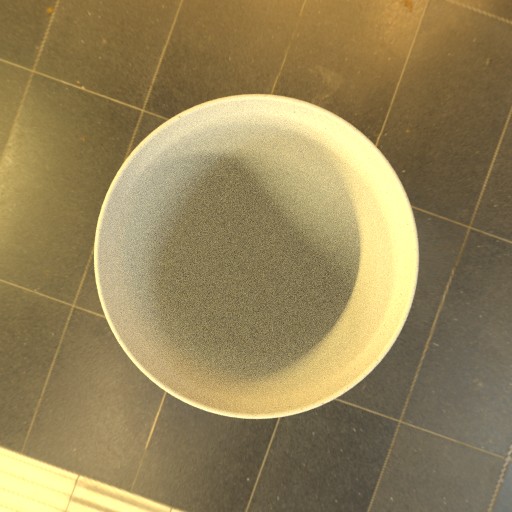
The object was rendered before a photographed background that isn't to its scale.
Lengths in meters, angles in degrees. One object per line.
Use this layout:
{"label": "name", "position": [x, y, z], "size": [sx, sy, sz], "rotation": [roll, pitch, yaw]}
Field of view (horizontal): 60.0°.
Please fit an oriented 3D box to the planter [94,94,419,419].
{"label": "planter", "position": [0.000, 0.000, 0.495], "size": [0.268, 0.270, 0.268], "rotation": [0, 90, 0]}
